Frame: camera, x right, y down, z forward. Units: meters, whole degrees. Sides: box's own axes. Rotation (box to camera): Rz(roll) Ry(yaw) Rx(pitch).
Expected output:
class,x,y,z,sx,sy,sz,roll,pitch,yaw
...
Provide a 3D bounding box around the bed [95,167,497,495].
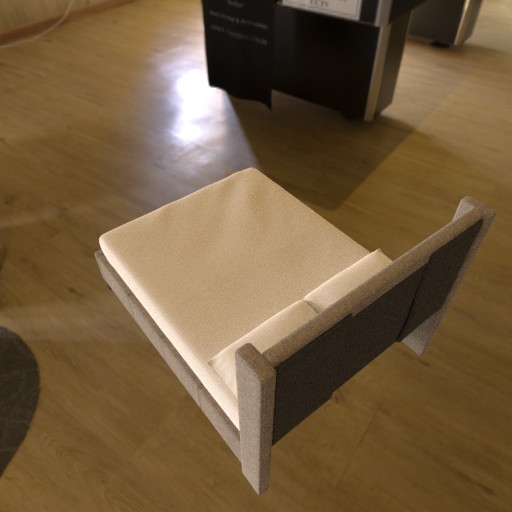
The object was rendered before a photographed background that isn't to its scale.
class,x,y,z,sx,sy,sz,roll,pitch,yaw
bed,0.000,0.000,3.254,1.714,1.476,2.245,-30,53,-26
